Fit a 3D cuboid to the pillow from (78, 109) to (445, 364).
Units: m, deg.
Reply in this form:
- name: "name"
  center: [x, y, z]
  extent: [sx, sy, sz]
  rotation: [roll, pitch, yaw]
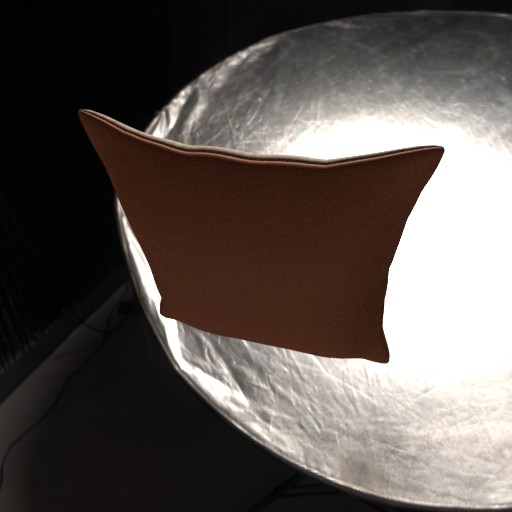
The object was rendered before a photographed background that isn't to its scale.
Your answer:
- name: "pillow"
  center: [0.000, 0.000, 0.679]
  extent: [0.453, 0.430, 0.200]
  rotation: [10, 34, 16]
